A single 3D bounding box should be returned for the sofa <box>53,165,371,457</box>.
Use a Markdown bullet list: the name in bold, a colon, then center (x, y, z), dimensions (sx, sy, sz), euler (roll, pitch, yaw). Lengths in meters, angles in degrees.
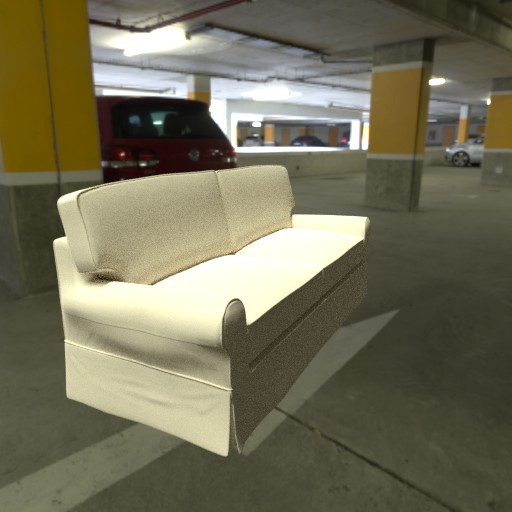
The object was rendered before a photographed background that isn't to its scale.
- **sofa**: center (0.000, 0.000, 2.470), dimensions (0.862, 0.937, 2.021), euler (7, 16, 26)
